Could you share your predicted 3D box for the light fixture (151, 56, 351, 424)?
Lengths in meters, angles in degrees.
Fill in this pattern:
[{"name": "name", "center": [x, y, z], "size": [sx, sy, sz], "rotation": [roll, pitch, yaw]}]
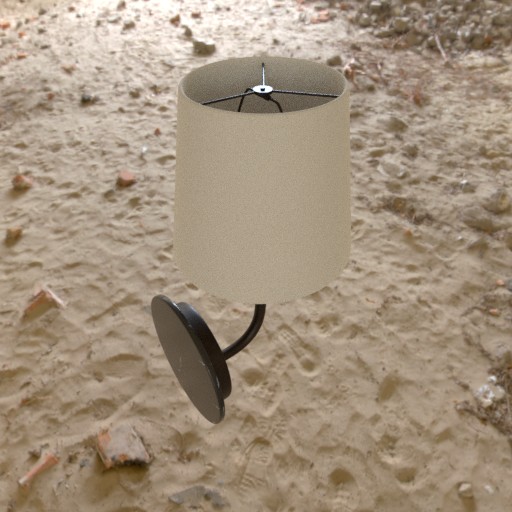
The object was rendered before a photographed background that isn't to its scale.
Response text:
[{"name": "light fixture", "center": [0.000, 0.000, 0.439], "size": [0.188, 0.337, 0.168], "rotation": [-25, 46, -27]}]
